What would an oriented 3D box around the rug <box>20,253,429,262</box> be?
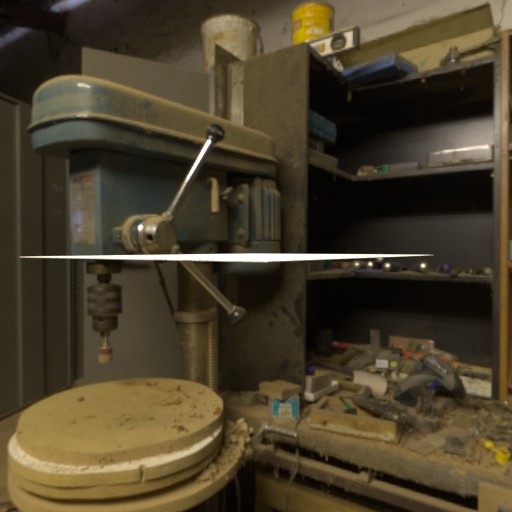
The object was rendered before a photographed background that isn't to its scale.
[{"bbox_3d":[0.000,0.000,4.196,2.438,0.006,3.197,1,1,36],"label":"rug"}]
